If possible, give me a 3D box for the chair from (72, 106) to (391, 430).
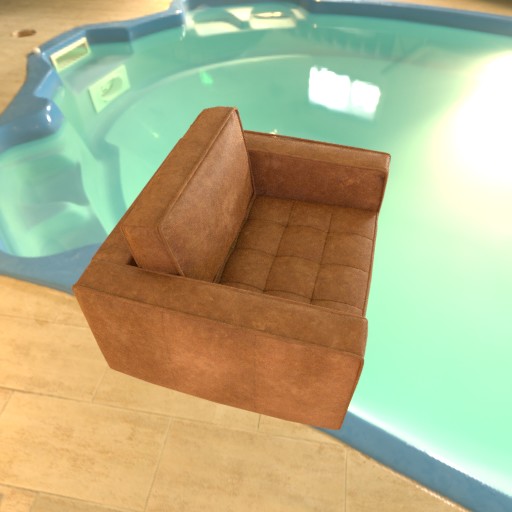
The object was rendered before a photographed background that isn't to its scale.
[{"bbox_3d":[0.000,0.000,1.540,0.798,0.767,0.928,12,48,11],"label":"chair"}]
